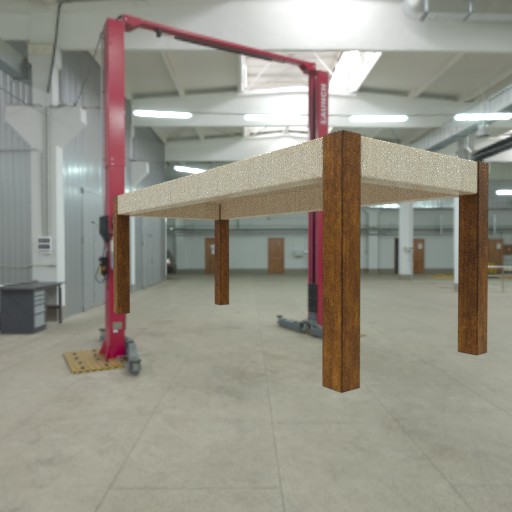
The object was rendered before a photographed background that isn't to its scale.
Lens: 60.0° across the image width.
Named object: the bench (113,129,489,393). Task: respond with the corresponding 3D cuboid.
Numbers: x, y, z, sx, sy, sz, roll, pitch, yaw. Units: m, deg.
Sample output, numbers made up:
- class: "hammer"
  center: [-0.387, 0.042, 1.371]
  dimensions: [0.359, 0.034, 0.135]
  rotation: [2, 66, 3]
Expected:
- class: "bench"
  center: [0.000, 0.000, 1.399]
  dimensions: [0.507, 0.457, 1.198]
  rotation: [-1, 1, -36]
